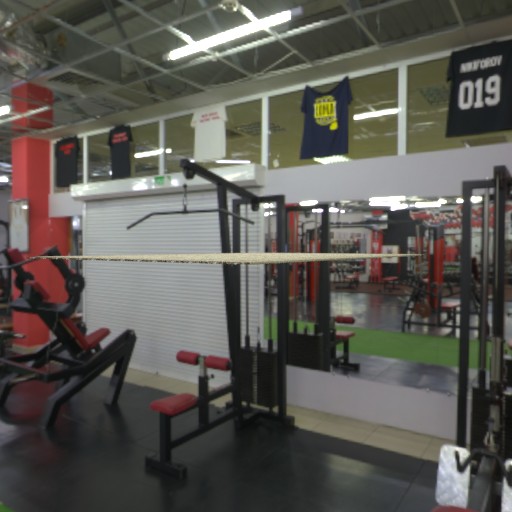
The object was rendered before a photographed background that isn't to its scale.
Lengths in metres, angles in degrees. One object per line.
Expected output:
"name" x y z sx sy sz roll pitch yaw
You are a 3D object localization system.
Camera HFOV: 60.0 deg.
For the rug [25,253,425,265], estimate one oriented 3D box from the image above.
"rug" 0.000 0.000 2.323 1.247 0.008 1.802 1 1 36
